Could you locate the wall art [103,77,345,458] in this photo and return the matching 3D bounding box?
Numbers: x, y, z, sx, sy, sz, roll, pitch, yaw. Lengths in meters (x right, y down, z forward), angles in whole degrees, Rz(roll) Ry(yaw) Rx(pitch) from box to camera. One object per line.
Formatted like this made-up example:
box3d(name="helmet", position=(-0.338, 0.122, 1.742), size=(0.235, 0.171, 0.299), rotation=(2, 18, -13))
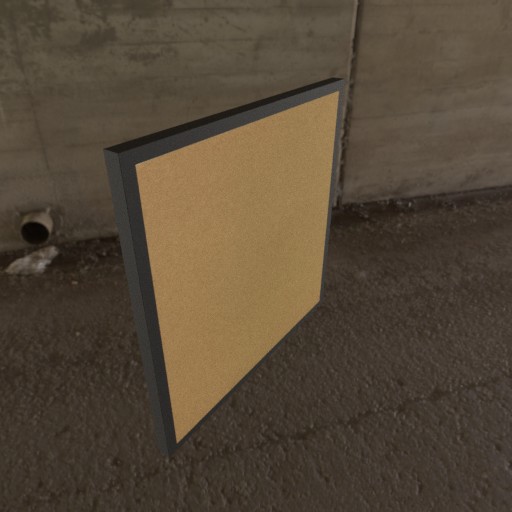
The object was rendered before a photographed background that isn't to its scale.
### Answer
box3d(name="wall art", position=(0.000, 0.000, 1.146), size=(0.037, 0.760, 0.762), rotation=(21, 37, 30))
